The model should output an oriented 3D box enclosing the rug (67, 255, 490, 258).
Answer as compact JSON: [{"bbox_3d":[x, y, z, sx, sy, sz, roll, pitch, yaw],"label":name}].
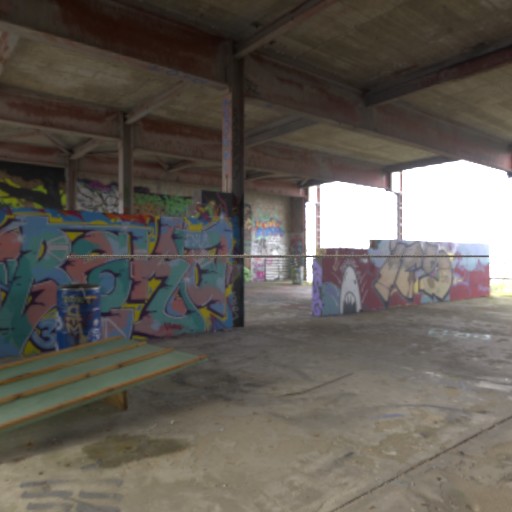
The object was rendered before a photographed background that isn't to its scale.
[{"bbox_3d":[0.000,0.000,4.144,3.050,0.015,2.441,0,0,-18],"label":"rug"}]
